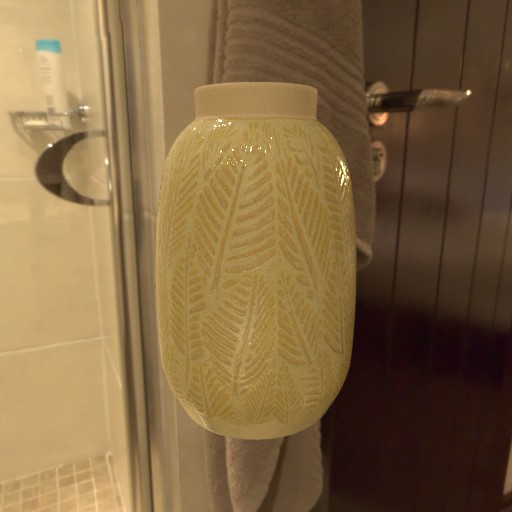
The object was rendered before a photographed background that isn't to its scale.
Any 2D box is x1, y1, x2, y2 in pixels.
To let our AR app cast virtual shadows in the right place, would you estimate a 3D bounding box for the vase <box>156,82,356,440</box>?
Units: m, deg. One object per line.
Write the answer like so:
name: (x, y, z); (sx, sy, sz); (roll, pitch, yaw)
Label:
vase: (0.000, 0.000, 0.383); (0.172, 0.270, 0.172); (0, 14, 0)
